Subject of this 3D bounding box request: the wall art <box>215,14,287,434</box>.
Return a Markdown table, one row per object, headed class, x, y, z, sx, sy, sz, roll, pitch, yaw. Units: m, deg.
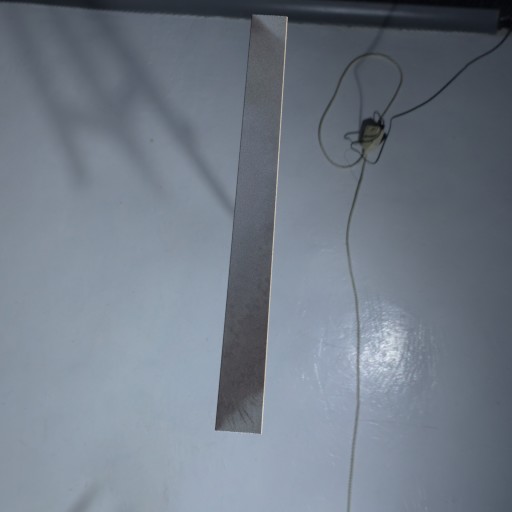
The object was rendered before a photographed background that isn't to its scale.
| class | x | y | z | sx | sy | sz | roll | pitch | yaw |
| --- | --- | --- | --- | --- | --- | --- | --- | --- | --- |
| wall art | 0.000 | 0.000 | 0.449 | 0.028 | 0.303 | 0.303 | 4 | 74 | 1 |
